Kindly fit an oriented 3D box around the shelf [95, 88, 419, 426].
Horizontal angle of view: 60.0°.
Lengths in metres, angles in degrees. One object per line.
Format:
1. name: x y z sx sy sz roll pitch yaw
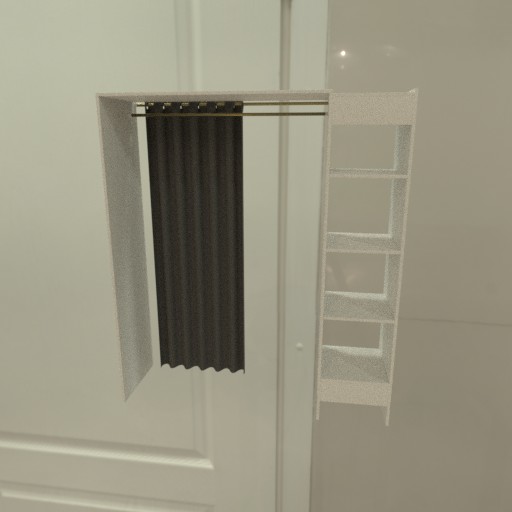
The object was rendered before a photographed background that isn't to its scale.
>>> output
1. shelf: 0.000 0.000 2.640 1.600 1.810 0.500 2 15 8
